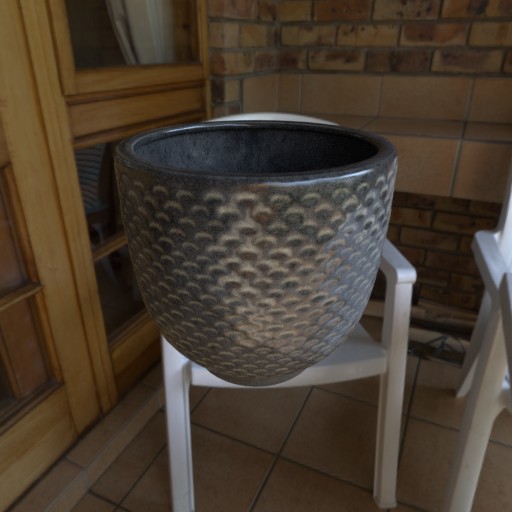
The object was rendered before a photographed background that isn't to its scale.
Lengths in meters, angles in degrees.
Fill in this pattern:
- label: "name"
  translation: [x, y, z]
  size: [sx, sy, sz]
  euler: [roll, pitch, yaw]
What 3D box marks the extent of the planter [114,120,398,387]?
- label: "planter"
  translation: [0.000, 0.000, 0.311]
  size: [0.172, 0.160, 0.172]
  euler: [0, 26, 0]
